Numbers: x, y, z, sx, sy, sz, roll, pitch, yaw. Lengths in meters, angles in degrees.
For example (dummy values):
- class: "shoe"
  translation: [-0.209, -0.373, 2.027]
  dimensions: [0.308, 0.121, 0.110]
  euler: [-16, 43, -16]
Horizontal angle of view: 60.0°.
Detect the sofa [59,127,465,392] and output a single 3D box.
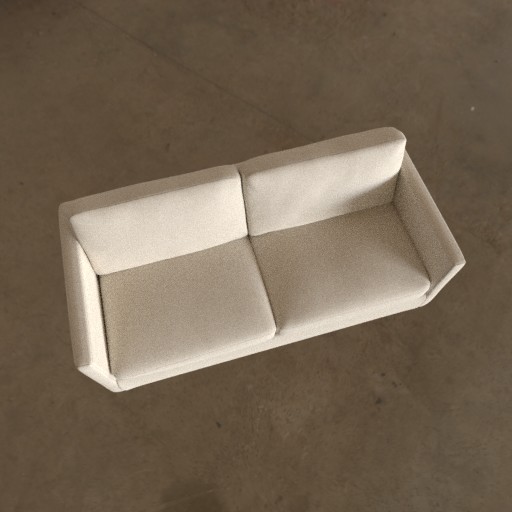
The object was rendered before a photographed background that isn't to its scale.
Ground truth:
- class: "sofa"
  translation: [0.000, 0.000, 2.532]
  dimensions: [1.981, 0.889, 0.965]
  euler: [-14, 64, -7]
